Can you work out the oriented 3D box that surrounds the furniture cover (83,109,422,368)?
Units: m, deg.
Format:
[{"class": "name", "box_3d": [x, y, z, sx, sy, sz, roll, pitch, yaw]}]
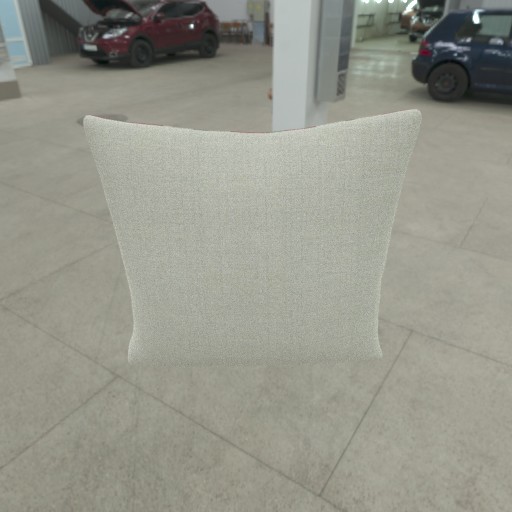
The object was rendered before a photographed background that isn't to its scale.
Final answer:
[{"class": "furniture cover", "box_3d": [0.000, 0.000, 0.658, 0.435, 0.420, 0.145, -1, 30, -1]}]
